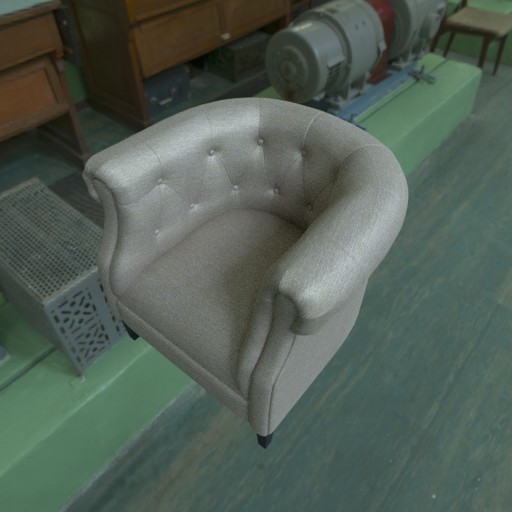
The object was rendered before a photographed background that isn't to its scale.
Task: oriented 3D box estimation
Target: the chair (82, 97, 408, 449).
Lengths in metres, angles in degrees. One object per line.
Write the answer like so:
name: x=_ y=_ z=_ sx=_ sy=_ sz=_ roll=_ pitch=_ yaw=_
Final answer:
chair: x=0.000 y=0.000 z=1.593 sx=0.905 sy=0.827 sz=0.852 roll=31 pitch=54 yaw=26
